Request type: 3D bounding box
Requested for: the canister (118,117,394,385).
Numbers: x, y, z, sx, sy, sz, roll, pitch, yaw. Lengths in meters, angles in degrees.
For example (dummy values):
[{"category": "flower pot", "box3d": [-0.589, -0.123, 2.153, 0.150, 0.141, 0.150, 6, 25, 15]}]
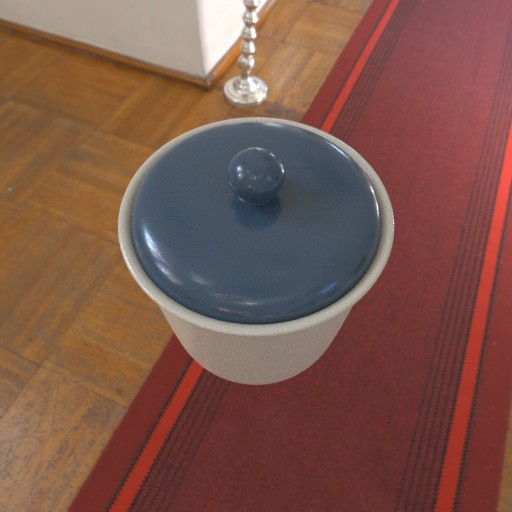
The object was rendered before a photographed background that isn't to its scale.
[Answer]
[{"category": "canister", "box3d": [0.000, 0.000, 0.344, 0.182, 0.208, 0.182, 0, 57, 0]}]
